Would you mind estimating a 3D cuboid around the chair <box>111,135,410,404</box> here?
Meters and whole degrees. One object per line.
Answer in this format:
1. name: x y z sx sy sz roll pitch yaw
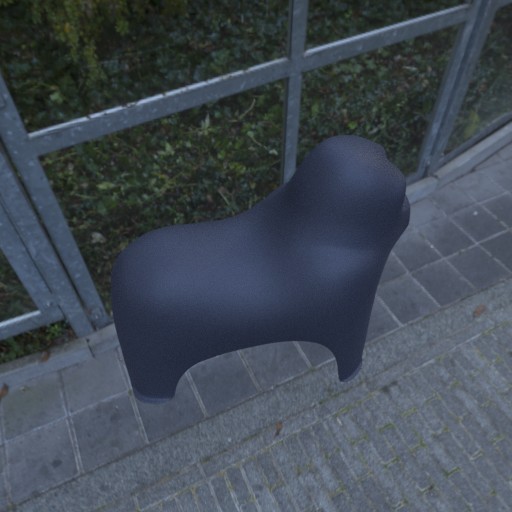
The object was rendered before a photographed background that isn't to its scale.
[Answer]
1. chair: 0.000 0.000 1.129 0.758 0.600 0.490 -10 48 -9
